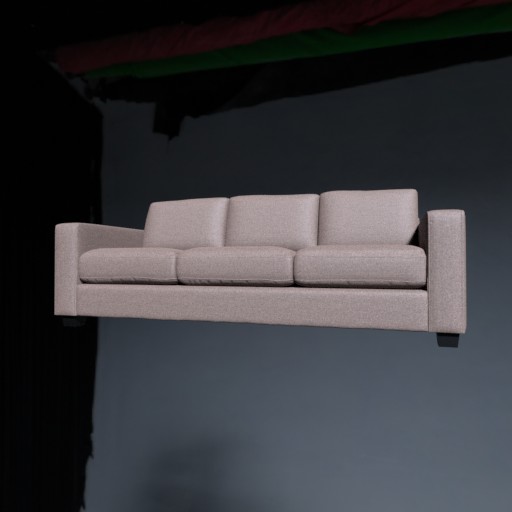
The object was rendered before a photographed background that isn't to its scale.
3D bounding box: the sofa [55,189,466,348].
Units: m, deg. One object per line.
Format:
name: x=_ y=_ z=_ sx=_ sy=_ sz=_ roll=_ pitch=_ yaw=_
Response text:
sofa: x=0.000 y=0.000 z=2.615 sx=2.160 sy=0.806 sz=0.900 roll=0 pitch=-1 yaw=19
